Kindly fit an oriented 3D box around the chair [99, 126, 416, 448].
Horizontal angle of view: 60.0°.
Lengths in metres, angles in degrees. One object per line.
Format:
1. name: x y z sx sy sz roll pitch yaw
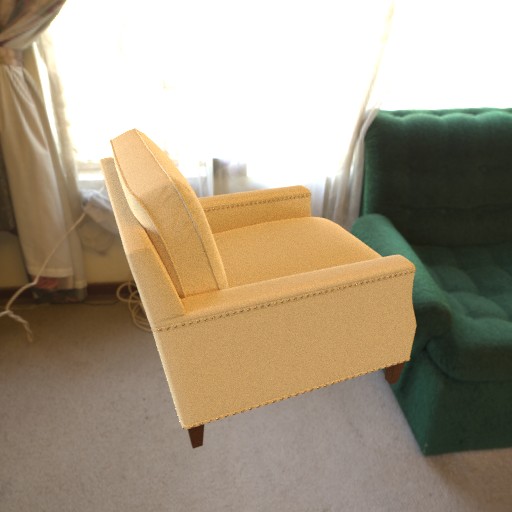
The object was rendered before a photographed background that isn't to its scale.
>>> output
1. chair: 0.000 0.000 1.743 1.014 0.943 0.853 -11 31 -19
